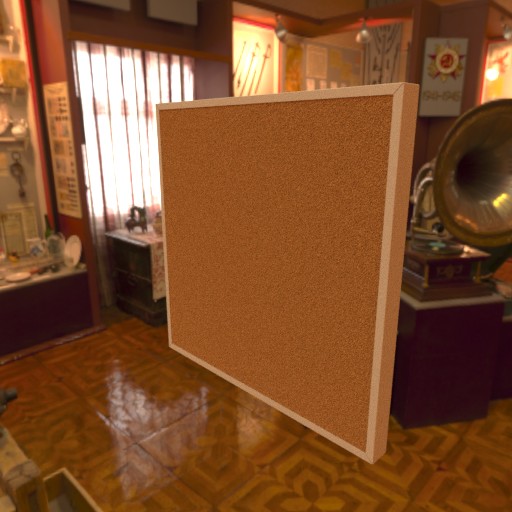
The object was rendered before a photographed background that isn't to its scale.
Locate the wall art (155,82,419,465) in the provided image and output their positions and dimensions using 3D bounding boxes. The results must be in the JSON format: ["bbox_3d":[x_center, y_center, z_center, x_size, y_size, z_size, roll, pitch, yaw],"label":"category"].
[{"bbox_3d":[0.000,0.000,0.747,0.037,0.508,0.508,-15,21,-43],"label":"wall art"}]
